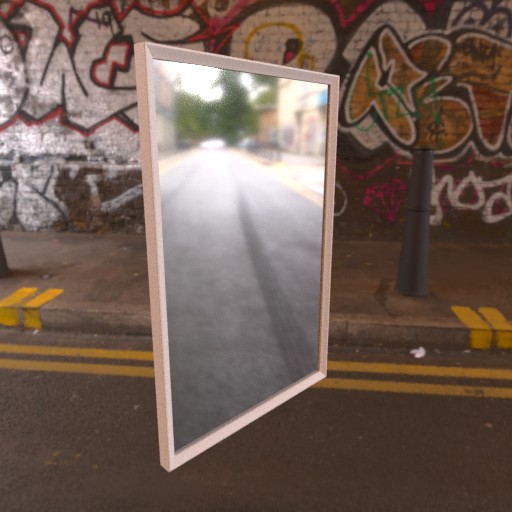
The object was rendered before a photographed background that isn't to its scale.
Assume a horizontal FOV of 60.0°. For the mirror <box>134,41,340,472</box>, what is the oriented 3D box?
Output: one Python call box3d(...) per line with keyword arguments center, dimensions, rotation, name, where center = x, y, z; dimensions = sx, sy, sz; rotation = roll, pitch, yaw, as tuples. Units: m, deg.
box3d(center=(0.000, 0.000, 1.132), dimensions=(0.041, 0.915, 0.609), rotation=(14, 20, 43), name="mirror")
